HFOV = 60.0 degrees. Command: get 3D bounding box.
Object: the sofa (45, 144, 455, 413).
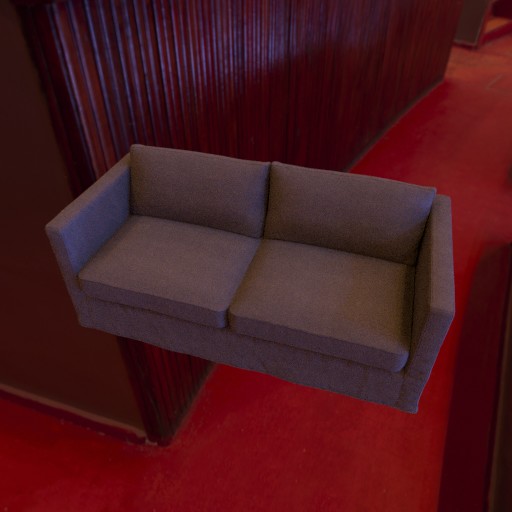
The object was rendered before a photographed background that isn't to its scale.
[{"bbox_3d":[0.000,0.000,2.493,1.982,0.855,0.953,11,41,13],"label":"sofa"}]
